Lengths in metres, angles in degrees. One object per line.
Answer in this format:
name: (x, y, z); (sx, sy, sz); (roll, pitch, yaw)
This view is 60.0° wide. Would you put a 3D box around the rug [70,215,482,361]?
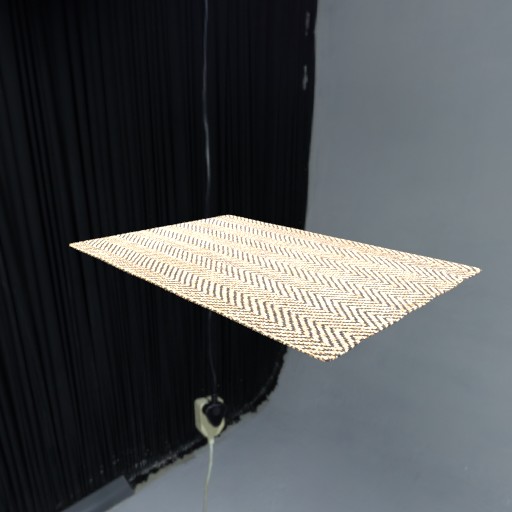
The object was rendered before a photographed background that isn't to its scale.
rug: (0.000, 0.000, 2.309); (1.219, 0.008, 1.828); (-16, 23, -42)
